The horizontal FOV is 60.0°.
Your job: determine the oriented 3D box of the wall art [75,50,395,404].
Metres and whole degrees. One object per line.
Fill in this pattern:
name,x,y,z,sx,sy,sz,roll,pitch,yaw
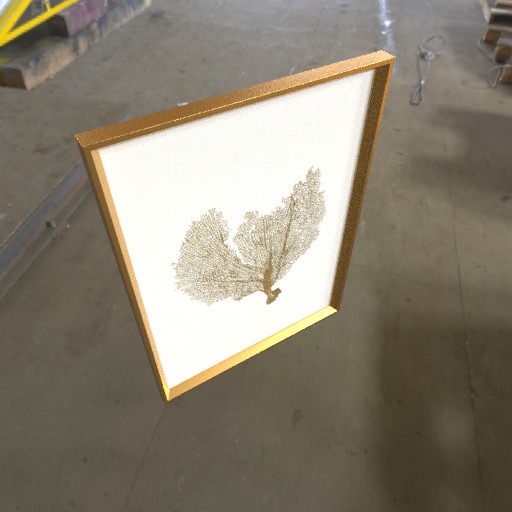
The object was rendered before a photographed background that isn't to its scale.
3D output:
wall art,0.000,0.000,1.049,0.610,0.812,0.038,-24,50,-21
